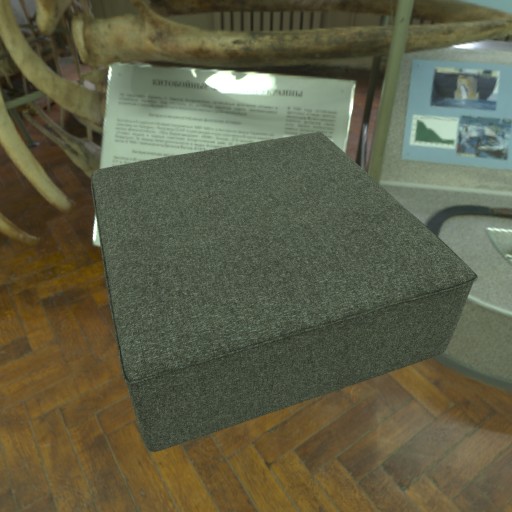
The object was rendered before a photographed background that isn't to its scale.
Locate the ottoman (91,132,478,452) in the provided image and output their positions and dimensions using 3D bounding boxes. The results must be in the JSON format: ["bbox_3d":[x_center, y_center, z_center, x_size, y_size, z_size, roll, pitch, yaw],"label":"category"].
[{"bbox_3d":[0.000,0.000,1.588,1.017,0.423,1.021,-13,43,-15],"label":"ottoman"}]
